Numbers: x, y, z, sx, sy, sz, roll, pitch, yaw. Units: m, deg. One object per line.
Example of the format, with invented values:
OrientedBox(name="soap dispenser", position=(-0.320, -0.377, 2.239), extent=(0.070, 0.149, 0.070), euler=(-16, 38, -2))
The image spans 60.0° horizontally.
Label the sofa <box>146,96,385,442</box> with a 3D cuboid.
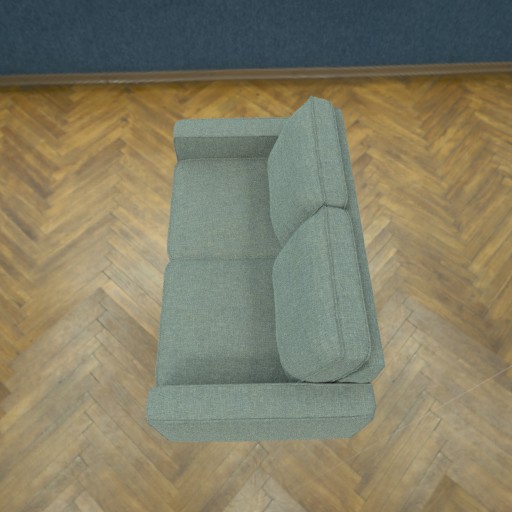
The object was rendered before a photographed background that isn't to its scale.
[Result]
OrientedBox(name="sofa", position=(0.000, 0.000, 2.297), extent=(0.945, 0.915, 1.706), euler=(-1, 60, -1))
